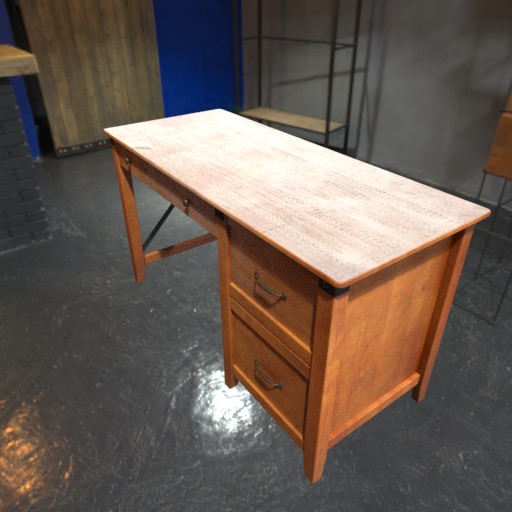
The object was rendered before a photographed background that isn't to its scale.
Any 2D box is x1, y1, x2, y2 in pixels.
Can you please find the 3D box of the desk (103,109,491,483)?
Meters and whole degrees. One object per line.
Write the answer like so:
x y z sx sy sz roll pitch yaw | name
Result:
0.000 0.000 1.695 0.574 0.756 1.353 -21 38 -30 | desk
